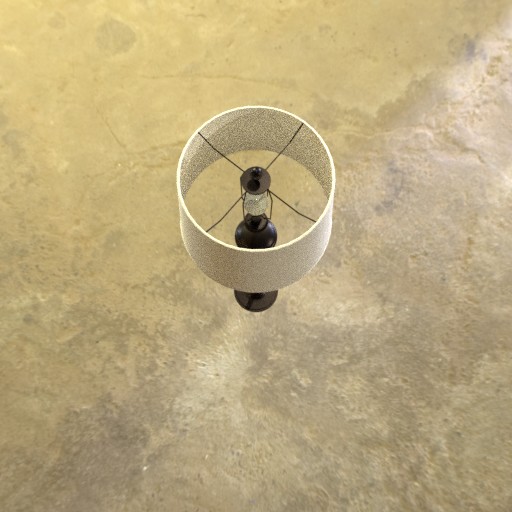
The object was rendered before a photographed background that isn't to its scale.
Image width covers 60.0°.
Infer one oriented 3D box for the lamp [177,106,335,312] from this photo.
[{"bbox_3d":[0.000,0.000,1.679,0.431,1.484,0.431,0,76,0],"label":"lamp"}]
